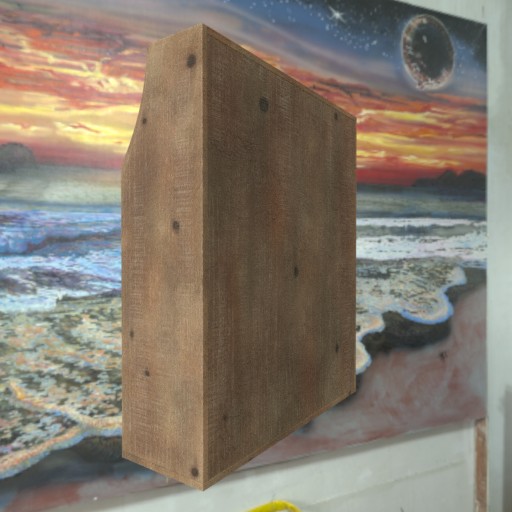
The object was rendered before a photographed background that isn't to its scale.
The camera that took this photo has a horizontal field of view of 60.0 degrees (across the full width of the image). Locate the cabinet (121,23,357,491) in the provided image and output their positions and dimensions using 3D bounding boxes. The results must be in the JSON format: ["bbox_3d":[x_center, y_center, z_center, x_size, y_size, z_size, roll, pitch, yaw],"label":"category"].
[{"bbox_3d":[0.000,0.000,0.810,0.184,0.590,0.489,1,1,35],"label":"cabinet"}]
